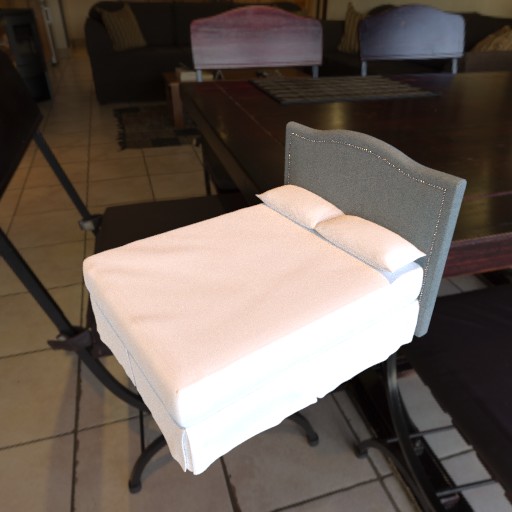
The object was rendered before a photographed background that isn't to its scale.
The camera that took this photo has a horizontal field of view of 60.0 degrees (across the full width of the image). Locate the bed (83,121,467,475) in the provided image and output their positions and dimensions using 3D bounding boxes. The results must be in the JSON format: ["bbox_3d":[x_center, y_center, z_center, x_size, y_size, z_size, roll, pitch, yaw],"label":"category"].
[{"bbox_3d":[0.000,0.000,3.263,2.143,1.460,1.753,-21,37,-30],"label":"bed"}]
